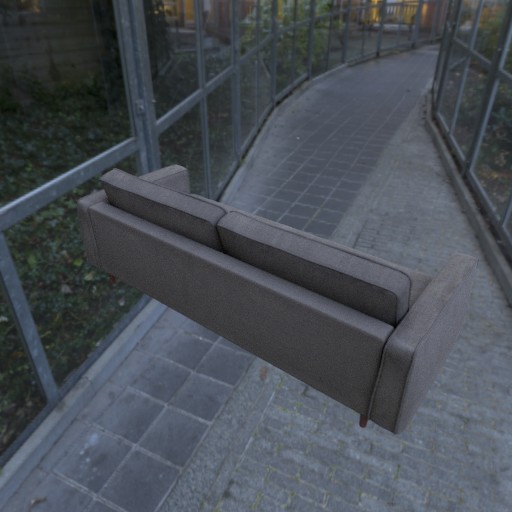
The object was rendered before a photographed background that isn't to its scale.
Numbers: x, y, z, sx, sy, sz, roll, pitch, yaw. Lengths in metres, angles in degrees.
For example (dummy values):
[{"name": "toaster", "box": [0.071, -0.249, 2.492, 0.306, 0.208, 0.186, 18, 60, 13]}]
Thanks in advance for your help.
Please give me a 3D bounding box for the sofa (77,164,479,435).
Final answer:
[{"name": "sofa", "box": [0.000, 0.000, 2.653, 2.295, 0.813, 0.923, 22, 38, 32]}]
